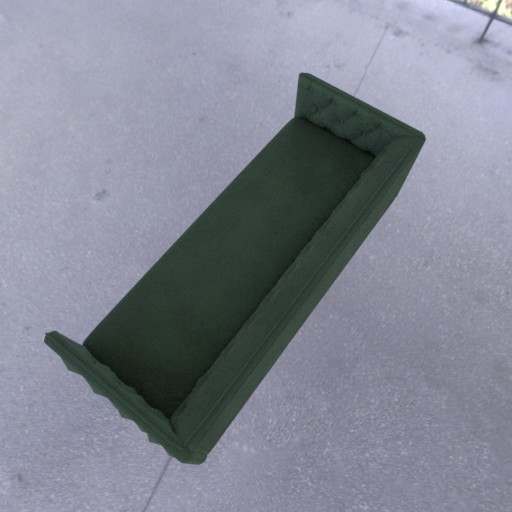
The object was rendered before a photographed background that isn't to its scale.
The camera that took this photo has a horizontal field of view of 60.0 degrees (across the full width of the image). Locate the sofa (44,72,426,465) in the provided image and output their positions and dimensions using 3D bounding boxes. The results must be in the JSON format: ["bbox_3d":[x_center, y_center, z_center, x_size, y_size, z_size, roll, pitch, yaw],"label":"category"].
[{"bbox_3d":[0.000,0.000,2.635,0.895,0.771,2.209,34,69,15],"label":"sofa"}]
